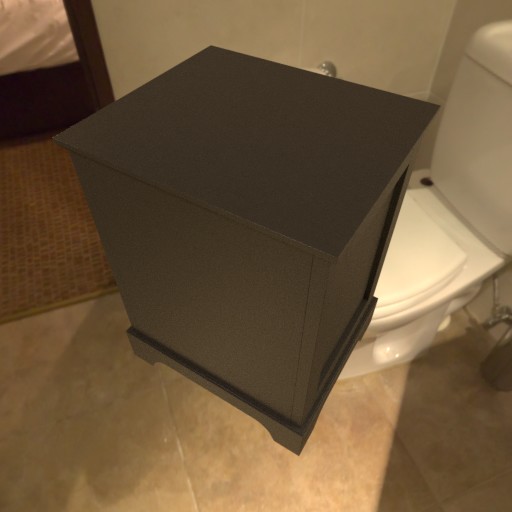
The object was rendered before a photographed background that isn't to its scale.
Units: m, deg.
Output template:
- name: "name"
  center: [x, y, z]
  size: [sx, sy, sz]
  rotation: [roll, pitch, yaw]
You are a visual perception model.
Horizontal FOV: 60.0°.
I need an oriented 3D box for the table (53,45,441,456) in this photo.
- name: "table"
  center: [0.000, 0.000, 0.906]
  size: [0.460, 0.610, 0.399]
  rotation: [24, 51, 21]
